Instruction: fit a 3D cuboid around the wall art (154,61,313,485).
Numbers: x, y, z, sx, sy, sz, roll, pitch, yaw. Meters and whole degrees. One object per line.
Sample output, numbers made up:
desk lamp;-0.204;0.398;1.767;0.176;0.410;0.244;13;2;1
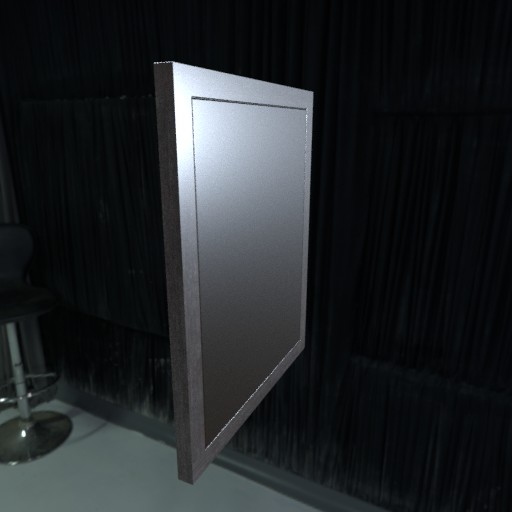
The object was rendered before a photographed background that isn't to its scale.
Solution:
wall art;0.000;0.000;0.789;0.027;0.580;0.479;8;18;25
